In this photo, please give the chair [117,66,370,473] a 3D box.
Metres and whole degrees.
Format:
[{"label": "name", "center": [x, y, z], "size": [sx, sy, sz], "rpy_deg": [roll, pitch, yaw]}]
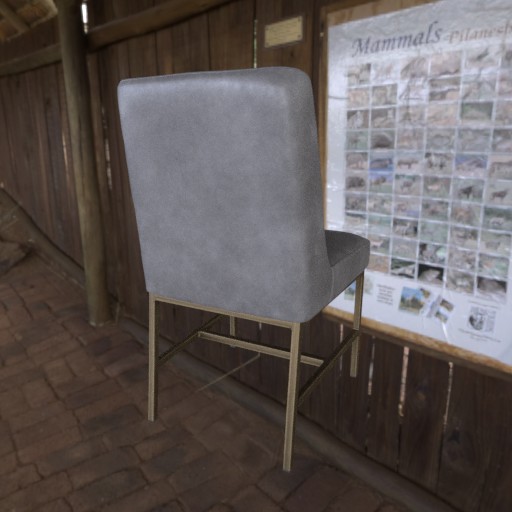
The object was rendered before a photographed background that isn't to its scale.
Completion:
[{"label": "chair", "center": [0.000, 0.000, 1.228], "size": [0.508, 0.889, 0.587], "rpy_deg": [8, 17, 26]}]
